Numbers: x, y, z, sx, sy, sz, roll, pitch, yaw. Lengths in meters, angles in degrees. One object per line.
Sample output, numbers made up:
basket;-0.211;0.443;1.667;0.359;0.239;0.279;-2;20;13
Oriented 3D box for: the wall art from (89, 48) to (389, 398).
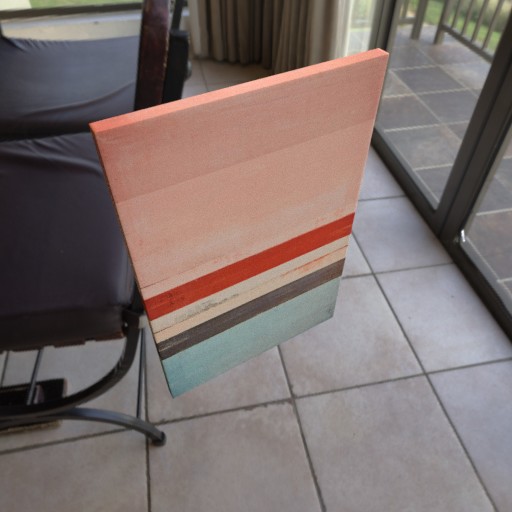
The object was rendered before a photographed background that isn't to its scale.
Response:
wall art;0.000;0.000;1.144;0.610;0.914;0.038;-23;50;-20
